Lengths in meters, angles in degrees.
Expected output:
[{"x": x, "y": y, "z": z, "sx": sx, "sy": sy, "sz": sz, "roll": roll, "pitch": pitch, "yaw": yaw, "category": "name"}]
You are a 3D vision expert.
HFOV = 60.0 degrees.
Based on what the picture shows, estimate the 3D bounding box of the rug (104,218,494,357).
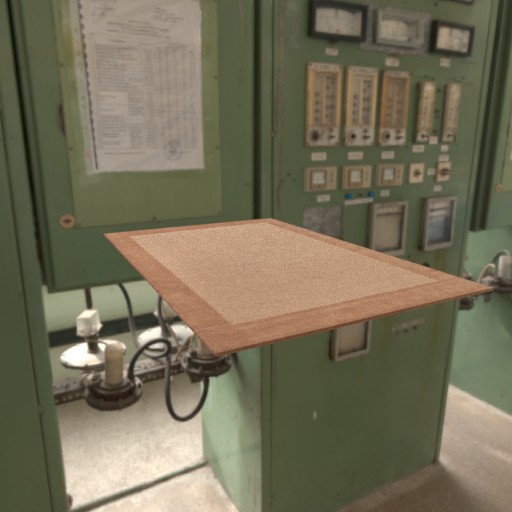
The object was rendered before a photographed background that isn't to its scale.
[{"x": 0.000, "y": 0.000, "z": 2.305, "sx": 1.219, "sy": 0.014, "sz": 1.829, "roll": -8, "pitch": 17, "yaw": -27, "category": "rug"}]
